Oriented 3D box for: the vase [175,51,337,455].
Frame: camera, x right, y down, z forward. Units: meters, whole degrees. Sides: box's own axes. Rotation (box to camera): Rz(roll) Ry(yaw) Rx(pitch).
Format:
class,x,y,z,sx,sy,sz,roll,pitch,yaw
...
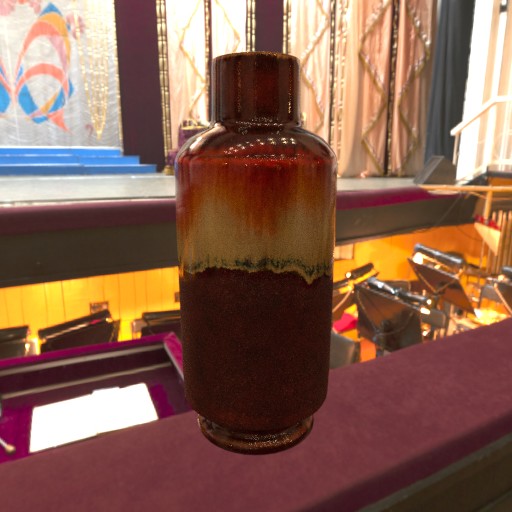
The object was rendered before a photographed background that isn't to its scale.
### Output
class,x,y,z,sx,sy,sz,roll,pitch,yaw
vase,0.000,0.000,0.318,0.111,0.261,0.111,0,13,0
